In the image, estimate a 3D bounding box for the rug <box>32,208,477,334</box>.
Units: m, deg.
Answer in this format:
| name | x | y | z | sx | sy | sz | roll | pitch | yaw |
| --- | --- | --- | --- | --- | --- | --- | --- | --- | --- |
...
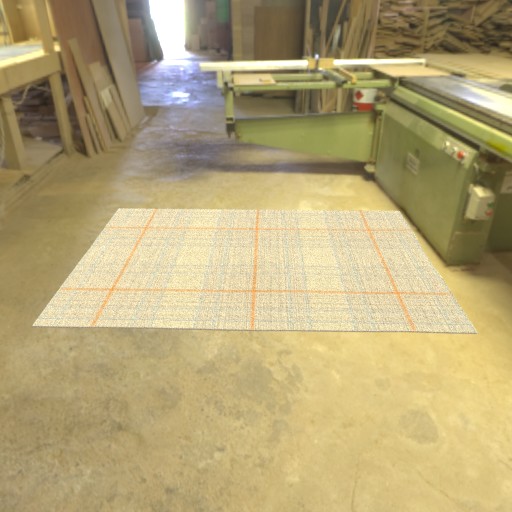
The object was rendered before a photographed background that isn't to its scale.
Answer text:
| name | x | y | z | sx | sy | sz | roll | pitch | yaw |
| --- | --- | --- | --- | --- | --- | --- | --- | --- | --- |
| rug | 0.000 | 0.000 | 2.345 | 1.825 | 0.015 | 1.232 | 1 | 29 | 1 |
